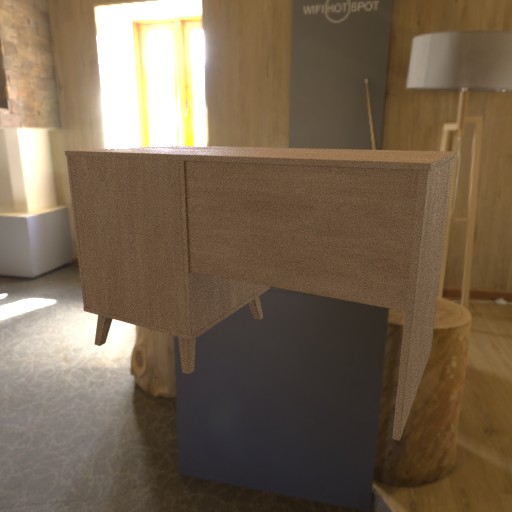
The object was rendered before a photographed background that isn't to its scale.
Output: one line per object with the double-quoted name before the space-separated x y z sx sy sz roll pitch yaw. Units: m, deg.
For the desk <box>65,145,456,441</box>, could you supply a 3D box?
"desk" 0.000 0.000 1.672 1.251 0.770 0.600 9 18 27
